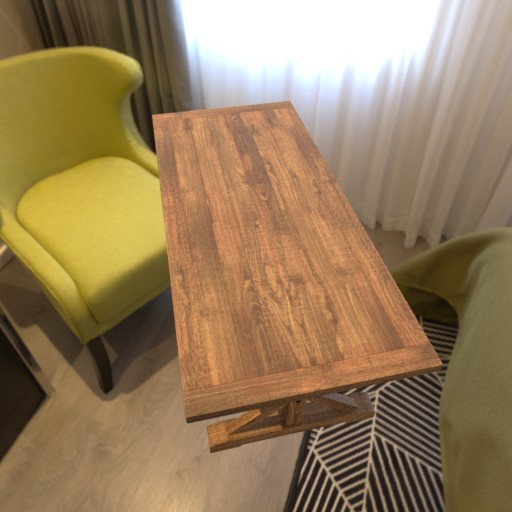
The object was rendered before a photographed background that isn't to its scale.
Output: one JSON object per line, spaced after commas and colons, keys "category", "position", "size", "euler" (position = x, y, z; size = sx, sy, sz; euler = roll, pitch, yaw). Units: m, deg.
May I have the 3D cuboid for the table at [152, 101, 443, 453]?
{"category": "table", "position": [0.000, 0.000, 2.448], "size": [0.907, 0.733, 2.031], "euler": [-9, 46, -9]}
